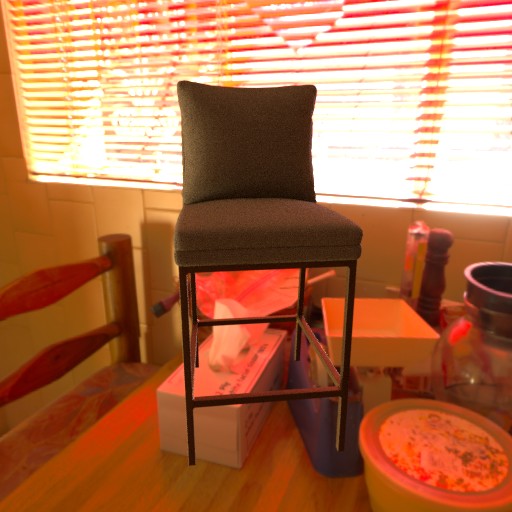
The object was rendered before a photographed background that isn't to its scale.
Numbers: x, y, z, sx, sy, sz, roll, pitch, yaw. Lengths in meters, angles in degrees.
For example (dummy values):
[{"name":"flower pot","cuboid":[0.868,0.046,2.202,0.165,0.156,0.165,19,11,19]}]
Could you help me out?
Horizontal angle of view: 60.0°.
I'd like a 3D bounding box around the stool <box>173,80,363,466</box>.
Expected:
[{"name":"stool","cuboid":[0.000,0.000,1.357,0.463,1.031,0.569,-2,17,-7]}]
